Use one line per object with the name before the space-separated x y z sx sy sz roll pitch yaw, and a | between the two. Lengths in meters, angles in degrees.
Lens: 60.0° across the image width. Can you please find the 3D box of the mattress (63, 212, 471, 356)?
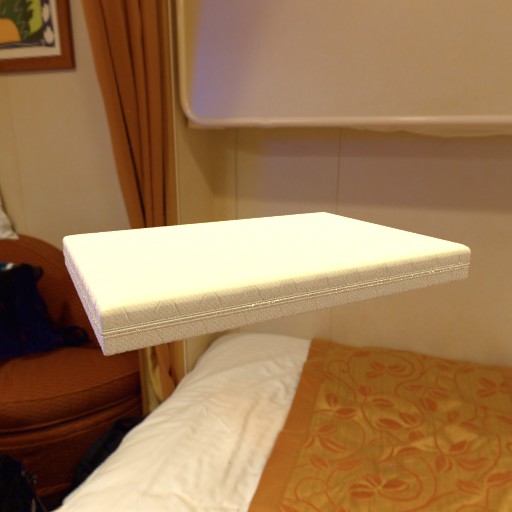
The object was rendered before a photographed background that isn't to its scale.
mattress | 0.000 0.000 2.637 2.000 0.200 1.400 -8 17 -27
